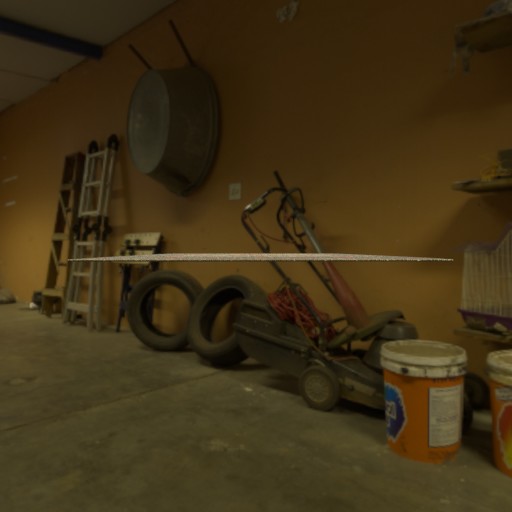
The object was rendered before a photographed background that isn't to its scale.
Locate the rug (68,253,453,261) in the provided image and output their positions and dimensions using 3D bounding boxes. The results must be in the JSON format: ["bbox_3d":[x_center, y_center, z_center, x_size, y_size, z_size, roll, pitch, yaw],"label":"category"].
[{"bbox_3d":[0.000,0.000,2.944,1.609,0.013,2.214,0,1,-1],"label":"rug"}]
